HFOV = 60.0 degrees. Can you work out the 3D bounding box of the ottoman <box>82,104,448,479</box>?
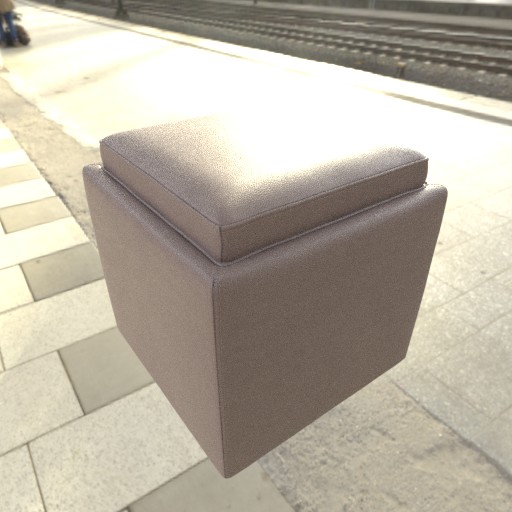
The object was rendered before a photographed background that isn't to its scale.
[{"bbox_3d":[0.000,0.000,0.813,0.450,0.460,0.451,-22,38,-30],"label":"ottoman"}]
